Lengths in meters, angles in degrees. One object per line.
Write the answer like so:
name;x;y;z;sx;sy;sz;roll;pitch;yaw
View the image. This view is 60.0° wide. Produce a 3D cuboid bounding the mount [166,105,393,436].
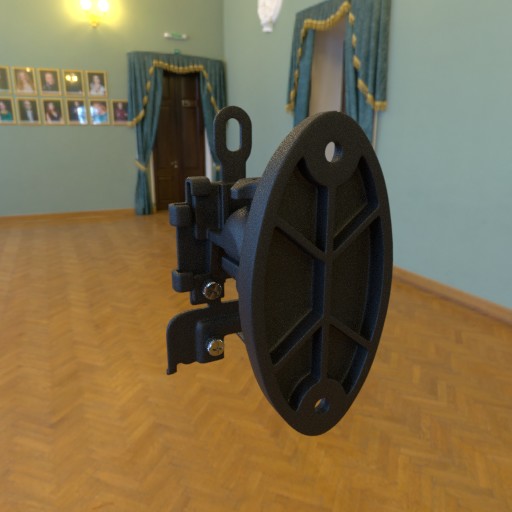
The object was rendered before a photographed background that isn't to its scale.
mount;0.000;0.000;0.180;0.066;0.118;0.100;-7;17;-25
